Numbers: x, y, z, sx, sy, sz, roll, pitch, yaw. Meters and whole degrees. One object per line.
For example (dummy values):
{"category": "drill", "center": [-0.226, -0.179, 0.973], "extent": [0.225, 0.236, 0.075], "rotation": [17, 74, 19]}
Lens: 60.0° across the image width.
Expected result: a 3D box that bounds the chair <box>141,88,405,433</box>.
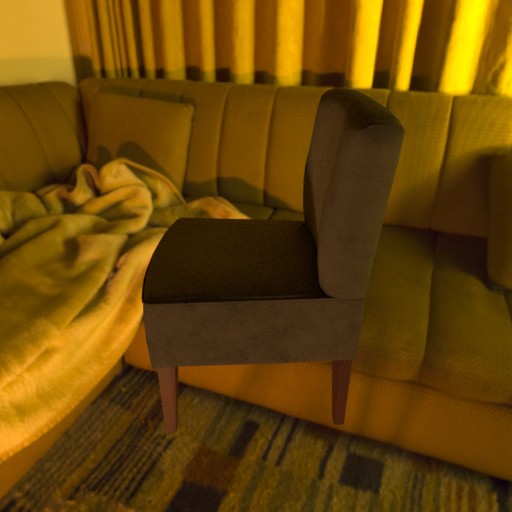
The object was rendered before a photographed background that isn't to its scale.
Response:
{"category": "chair", "center": [0.000, 0.000, 1.181], "extent": [0.554, 0.806, 0.521], "rotation": [0, 27, 0]}
